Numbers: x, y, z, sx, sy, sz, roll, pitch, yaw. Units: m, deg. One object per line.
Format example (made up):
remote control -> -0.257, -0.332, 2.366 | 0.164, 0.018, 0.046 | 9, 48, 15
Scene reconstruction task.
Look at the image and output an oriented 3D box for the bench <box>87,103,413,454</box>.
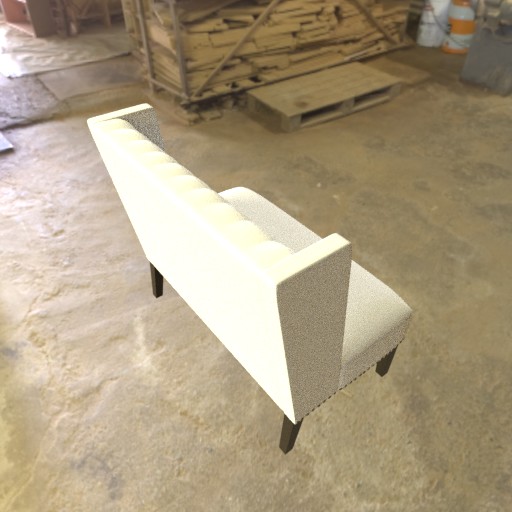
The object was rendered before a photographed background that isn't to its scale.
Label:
bench -> 0.000, 0.000, 2.056 | 0.847, 1.123, 1.280 | -27, 48, -27
